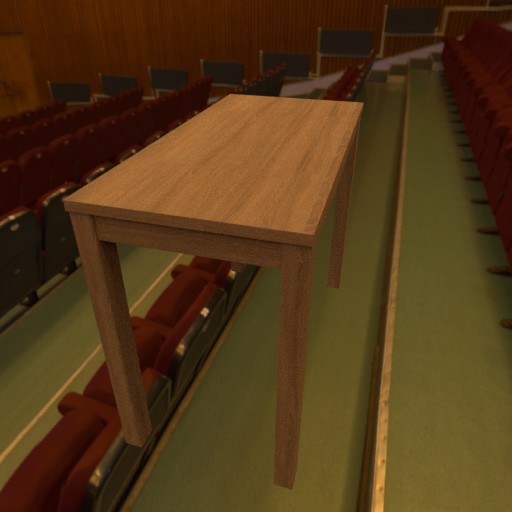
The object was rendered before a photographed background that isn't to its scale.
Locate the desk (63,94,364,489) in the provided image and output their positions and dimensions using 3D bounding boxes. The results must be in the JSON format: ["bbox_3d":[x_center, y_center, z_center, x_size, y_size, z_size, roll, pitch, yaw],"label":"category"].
[{"bbox_3d":[0.000,0.000,1.411,0.495,0.762,0.991,9,33,14],"label":"desk"}]
